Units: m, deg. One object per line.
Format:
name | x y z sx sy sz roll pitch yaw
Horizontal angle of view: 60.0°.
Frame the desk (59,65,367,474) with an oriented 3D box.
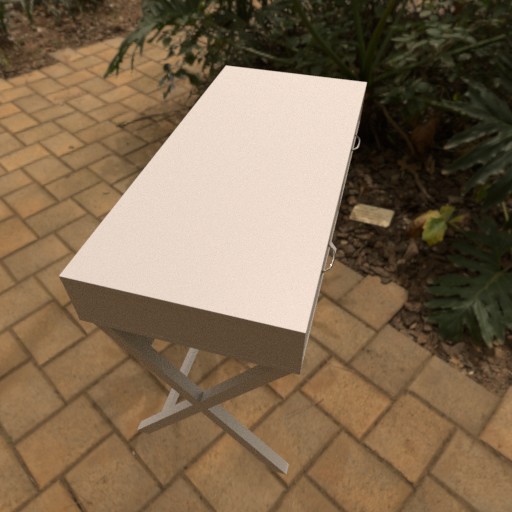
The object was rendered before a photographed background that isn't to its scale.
desk | 0.000 0.000 1.474 0.525 0.780 1.057 11 47 11
